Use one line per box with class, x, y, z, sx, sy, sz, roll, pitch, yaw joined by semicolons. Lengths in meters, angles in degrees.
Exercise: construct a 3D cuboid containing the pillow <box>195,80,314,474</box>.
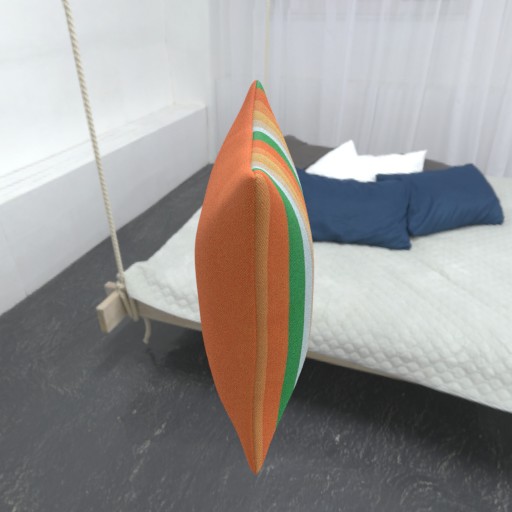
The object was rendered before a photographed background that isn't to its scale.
pillow;0.000;0.000;0.698;0.169;0.444;0.453;0;32;0
